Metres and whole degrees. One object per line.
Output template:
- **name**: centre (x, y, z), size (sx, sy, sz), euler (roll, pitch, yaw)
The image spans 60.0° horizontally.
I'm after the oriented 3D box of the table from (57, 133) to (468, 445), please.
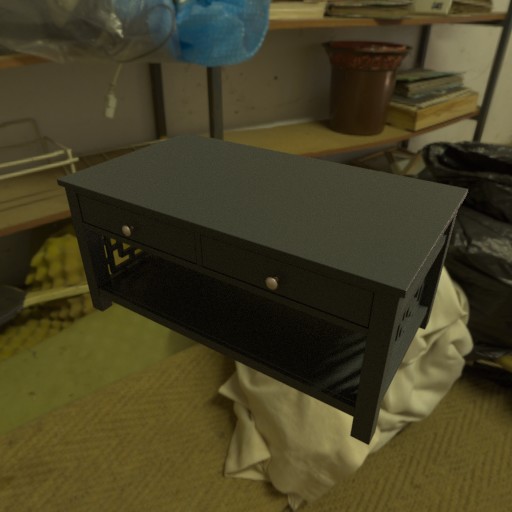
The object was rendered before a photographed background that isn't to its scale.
- **table**: centre (0.000, 0.000, 1.439), size (1.068, 0.493, 0.612), euler (19, 36, 28)
